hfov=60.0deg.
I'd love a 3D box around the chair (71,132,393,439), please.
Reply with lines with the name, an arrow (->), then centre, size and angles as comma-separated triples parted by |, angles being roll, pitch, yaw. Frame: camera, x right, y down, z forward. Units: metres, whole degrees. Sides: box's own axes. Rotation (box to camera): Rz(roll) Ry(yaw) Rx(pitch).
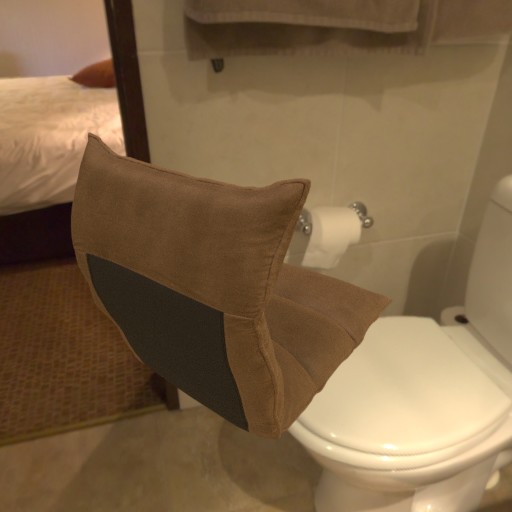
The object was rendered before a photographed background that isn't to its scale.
chair -> 0.000, 0.000, 1.548 | 0.714, 0.892, 0.985 | 21, 36, 31
